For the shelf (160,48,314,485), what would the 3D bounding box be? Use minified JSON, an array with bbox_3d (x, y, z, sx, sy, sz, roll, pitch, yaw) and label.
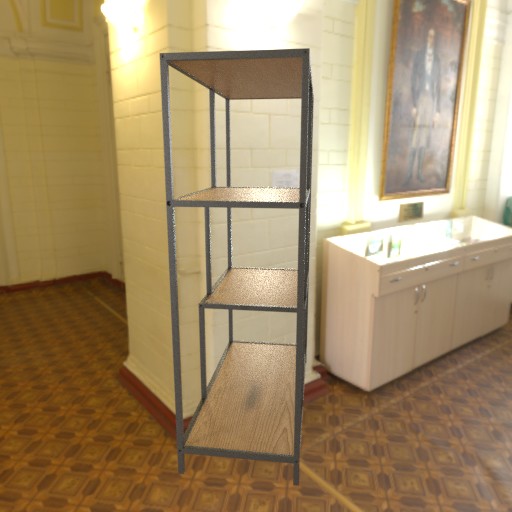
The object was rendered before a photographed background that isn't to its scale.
[{"bbox_3d":[0.000,0.000,1.513,0.350,1.138,0.770,2,13,8],"label":"shelf"}]
